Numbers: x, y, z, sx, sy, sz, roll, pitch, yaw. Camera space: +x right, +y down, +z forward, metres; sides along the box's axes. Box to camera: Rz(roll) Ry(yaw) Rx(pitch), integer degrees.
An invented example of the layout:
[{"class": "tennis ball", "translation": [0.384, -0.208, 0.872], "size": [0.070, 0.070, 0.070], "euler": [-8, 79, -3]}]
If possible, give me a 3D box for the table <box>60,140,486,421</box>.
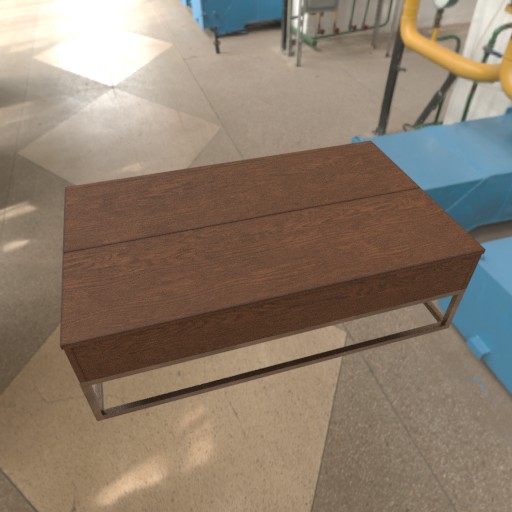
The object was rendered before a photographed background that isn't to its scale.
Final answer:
[{"class": "table", "translation": [0.000, 0.000, 1.527], "size": [1.167, 0.361, 0.719], "euler": [-11, 43, -13]}]
